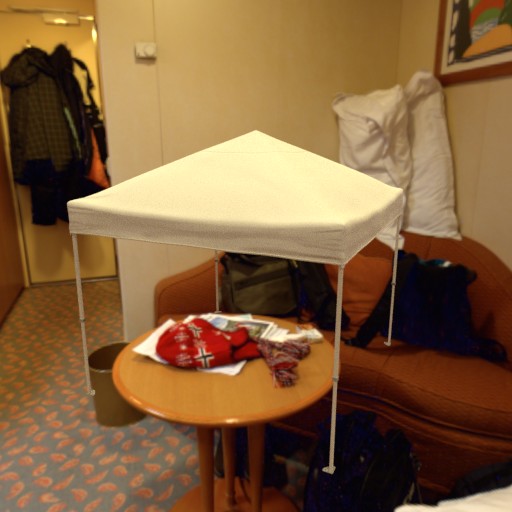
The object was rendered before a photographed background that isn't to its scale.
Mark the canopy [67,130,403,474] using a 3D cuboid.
[{"bbox_3d":[0.000,0.000,5.491,2.998,2.997,2.996,7,16,25],"label":"canopy"}]
